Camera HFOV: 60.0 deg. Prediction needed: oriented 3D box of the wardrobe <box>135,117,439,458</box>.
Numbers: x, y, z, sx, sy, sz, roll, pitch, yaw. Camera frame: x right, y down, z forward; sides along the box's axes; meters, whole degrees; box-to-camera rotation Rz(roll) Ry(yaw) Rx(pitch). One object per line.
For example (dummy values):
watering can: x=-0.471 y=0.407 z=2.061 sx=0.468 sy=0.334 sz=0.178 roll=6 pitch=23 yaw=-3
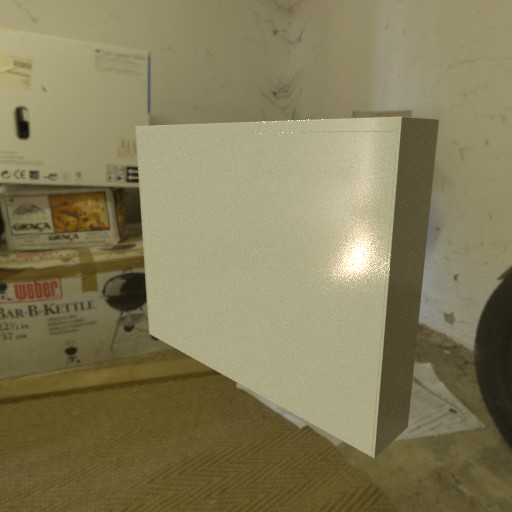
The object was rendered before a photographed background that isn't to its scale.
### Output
wardrobe: x=0.000 y=0.000 z=4.125 sx=3.000 sy=2.360 sz=0.580 roll=14 pitch=21 yaw=43
